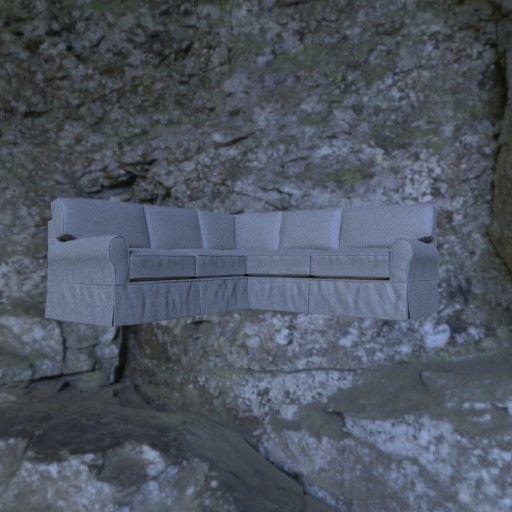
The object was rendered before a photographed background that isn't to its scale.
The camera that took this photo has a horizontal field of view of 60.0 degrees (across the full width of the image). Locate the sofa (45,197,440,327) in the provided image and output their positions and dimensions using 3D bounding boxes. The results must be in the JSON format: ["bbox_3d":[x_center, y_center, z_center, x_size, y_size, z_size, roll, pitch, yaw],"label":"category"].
[{"bbox_3d":[0.000,0.000,4.061,2.623,1.081,2.618,0,-1,36],"label":"sofa"}]
